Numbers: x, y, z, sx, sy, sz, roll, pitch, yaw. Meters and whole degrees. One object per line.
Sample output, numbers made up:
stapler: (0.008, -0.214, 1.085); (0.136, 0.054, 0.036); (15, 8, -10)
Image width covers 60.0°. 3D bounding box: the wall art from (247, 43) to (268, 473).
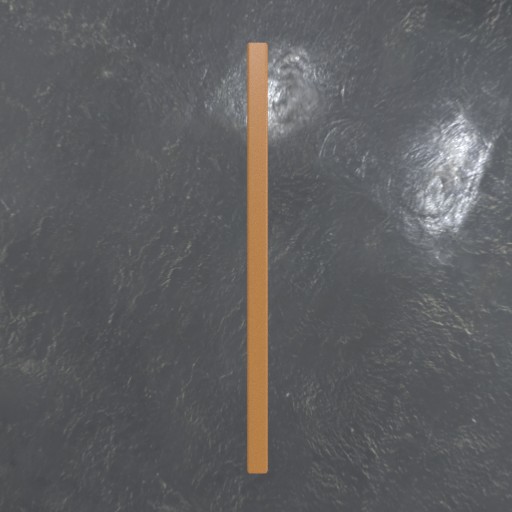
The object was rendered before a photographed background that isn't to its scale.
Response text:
wall art: (0.000, 0.000, 0.741); (0.022, 0.553, 0.452); (0, 91, 0)
